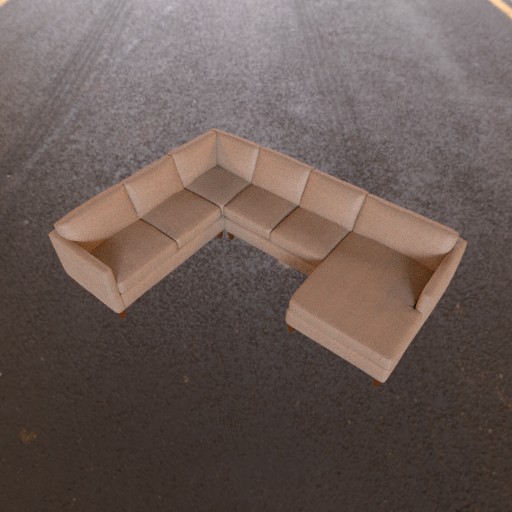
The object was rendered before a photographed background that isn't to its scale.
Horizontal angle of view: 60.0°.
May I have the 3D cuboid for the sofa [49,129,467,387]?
[{"bbox_3d":[0.000,0.000,4.671,3.460,0.961,2.594,29,53,26],"label":"sofa"}]
